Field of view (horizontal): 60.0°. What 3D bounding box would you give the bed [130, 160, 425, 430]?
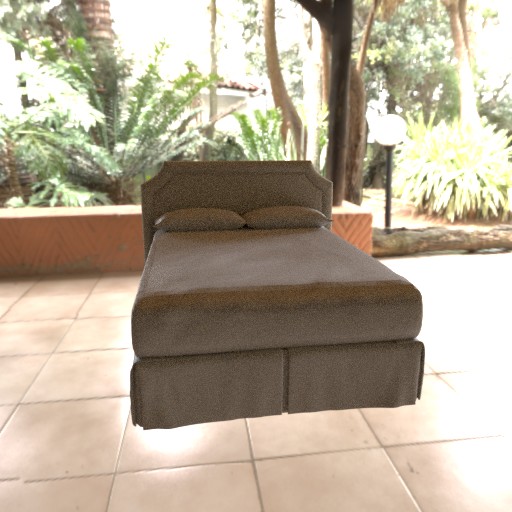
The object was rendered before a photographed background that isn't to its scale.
[{"bbox_3d":[0.000,0.000,3.299,1.828,1.297,2.164,-2,15,-9],"label":"bed"}]
